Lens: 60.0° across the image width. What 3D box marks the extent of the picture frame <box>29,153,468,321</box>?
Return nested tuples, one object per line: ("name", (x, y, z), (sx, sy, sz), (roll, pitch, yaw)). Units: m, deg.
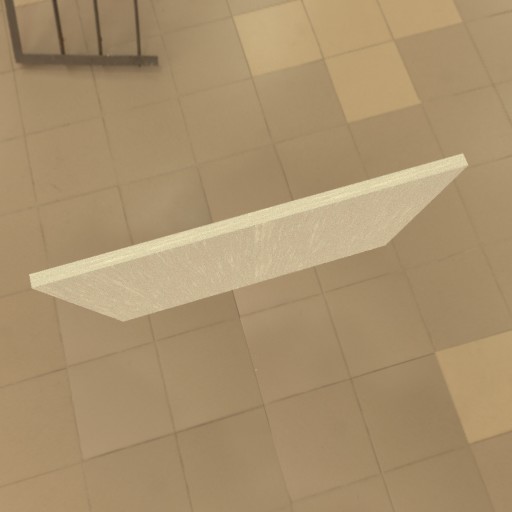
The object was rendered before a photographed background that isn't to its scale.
("picture frame", (0.000, 0.000, 1.238), (0.950, 0.640, 0.029), (-16, 76, -4))
